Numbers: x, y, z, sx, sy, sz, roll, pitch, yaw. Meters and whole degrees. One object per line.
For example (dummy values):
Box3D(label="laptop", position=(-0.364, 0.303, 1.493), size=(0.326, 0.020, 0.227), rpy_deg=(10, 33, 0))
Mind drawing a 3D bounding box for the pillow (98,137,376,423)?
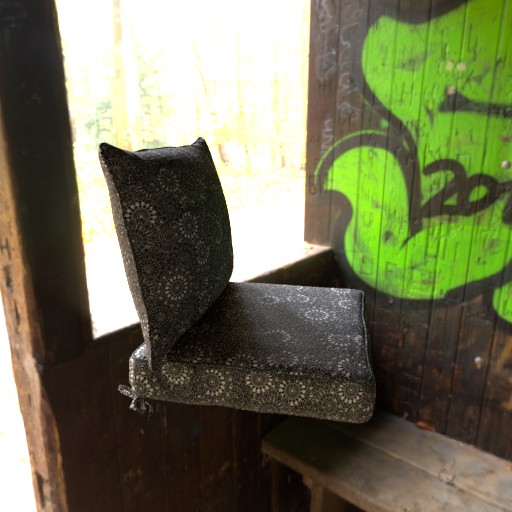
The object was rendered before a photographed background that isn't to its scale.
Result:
Box3D(label="pillow", position=(0.000, 0.000, 1.407), size=(0.740, 0.722, 0.798), rpy_deg=(3, 16, 11))
